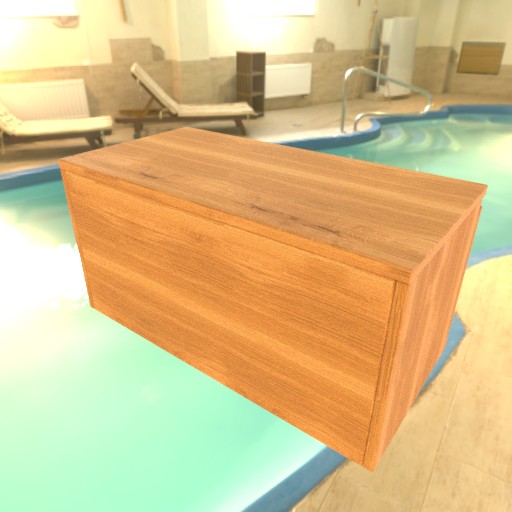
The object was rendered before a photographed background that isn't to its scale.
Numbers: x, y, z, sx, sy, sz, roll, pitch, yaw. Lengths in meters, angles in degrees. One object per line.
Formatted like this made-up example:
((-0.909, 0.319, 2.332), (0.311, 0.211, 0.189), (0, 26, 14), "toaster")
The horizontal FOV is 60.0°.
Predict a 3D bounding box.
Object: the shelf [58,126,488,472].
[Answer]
((0.000, 0.000, 1.007), (0.800, 0.400, 0.400), (20, 35, 32), "shelf")
